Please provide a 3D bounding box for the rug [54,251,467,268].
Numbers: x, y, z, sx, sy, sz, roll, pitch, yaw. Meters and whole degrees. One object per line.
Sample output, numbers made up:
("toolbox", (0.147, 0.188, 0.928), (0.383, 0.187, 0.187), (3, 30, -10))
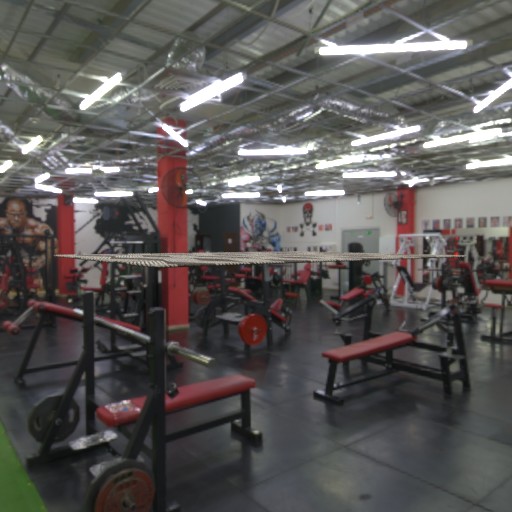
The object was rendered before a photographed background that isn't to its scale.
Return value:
("rug", (0.000, 0.000, 4.165), (3.048, 0.016, 2.438), (-1, 2, -36))
